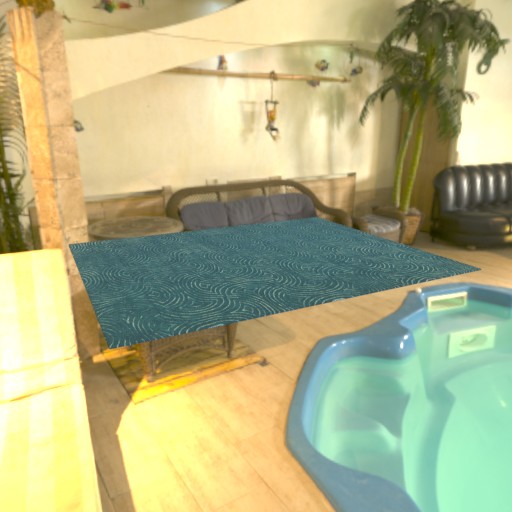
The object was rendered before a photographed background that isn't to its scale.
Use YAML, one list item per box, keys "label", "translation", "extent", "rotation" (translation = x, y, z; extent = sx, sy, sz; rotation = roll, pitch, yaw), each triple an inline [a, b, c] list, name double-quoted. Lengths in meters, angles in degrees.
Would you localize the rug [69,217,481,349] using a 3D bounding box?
- label: "rug"
  translation: [0.000, 0.000, 4.117]
  extent: [3.033, 0.012, 2.432]
  rotation: [-8, 19, -26]
